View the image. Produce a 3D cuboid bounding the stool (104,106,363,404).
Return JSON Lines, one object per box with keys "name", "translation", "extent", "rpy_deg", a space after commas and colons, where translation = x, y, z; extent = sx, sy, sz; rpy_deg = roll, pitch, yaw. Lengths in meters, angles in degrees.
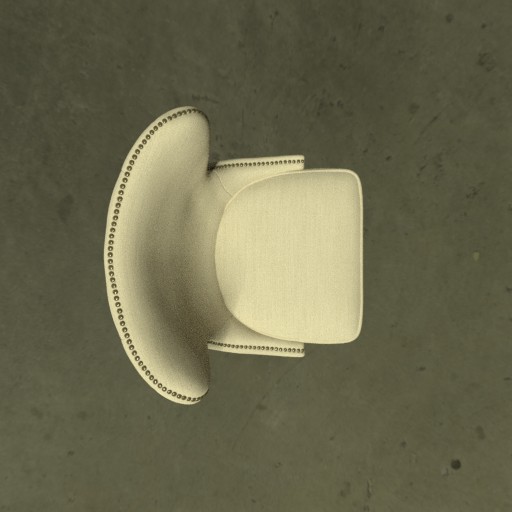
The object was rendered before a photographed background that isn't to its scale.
{"name": "stool", "translation": [0.000, 0.000, 1.341], "extent": [0.597, 0.972, 0.615], "rpy_deg": [0, 90, 1]}
